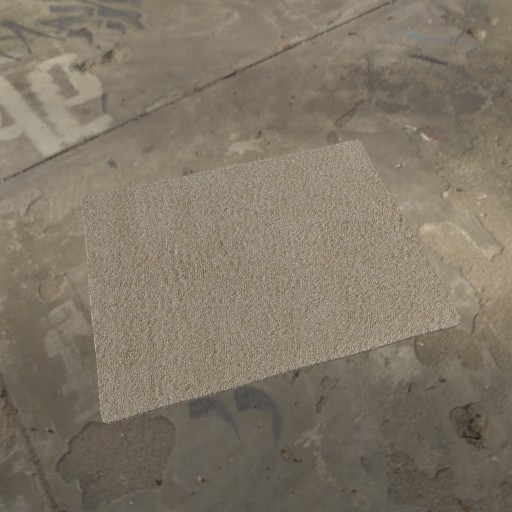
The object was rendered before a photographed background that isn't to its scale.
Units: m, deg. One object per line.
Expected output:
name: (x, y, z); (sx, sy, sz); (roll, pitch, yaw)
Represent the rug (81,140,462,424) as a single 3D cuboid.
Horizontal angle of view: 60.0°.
rug: (0.000, 0.000, 2.174); (1.600, 0.027, 1.200); (-13, 59, -8)
